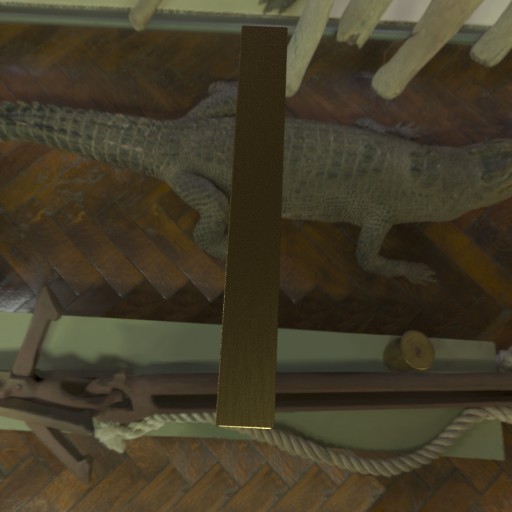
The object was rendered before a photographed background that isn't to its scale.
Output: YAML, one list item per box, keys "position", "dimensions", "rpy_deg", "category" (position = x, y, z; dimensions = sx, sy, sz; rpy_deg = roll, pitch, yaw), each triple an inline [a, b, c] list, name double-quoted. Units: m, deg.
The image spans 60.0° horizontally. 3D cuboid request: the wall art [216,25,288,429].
- position: [0.000, 0.000, 0.466]
  dimensions: [0.037, 0.305, 0.305]
  rpy_deg: [3, 75, 1]
  category: "wall art"
